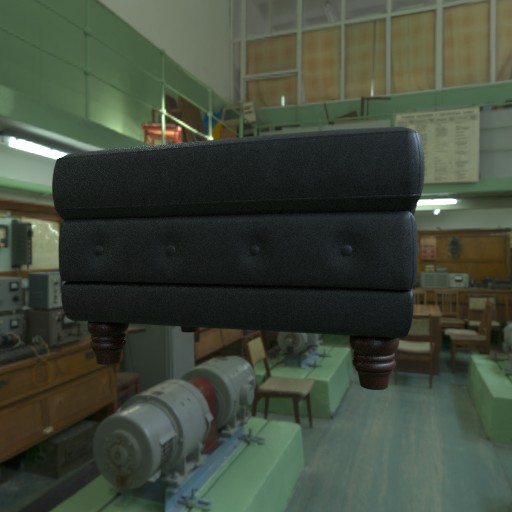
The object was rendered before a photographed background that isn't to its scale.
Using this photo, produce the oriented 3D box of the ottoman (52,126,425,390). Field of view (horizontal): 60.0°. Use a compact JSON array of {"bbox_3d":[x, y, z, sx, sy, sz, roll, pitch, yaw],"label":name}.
[{"bbox_3d":[0.000,0.000,1.152,0.795,0.498,0.590,0,1,18],"label":"ottoman"}]
